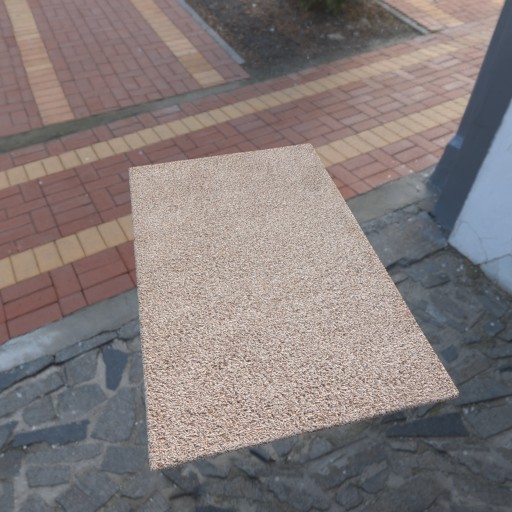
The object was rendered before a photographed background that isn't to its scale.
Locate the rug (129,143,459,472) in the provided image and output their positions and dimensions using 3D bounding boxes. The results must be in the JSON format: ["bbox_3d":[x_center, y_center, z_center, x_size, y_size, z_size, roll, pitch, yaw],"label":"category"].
[{"bbox_3d":[0.000,0.000,3.341,1.778,0.030,2.743,-10,47,-9],"label":"rug"}]
